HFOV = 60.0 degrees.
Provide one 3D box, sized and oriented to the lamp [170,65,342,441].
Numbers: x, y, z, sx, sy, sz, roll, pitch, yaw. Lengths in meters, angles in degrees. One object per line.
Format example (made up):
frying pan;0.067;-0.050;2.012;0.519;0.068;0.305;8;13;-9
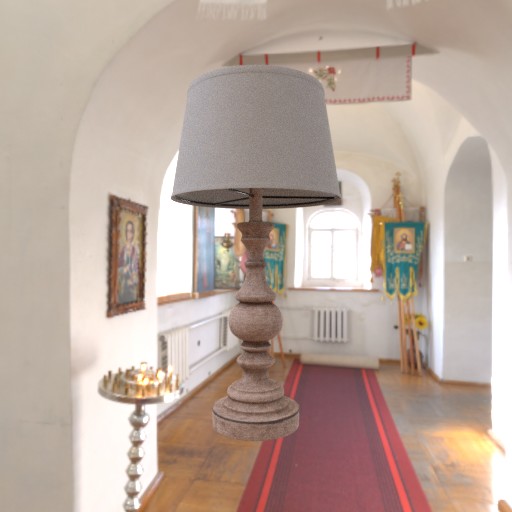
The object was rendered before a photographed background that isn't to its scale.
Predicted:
lamp;0.000;0.000;0.896;0.340;0.678;0.340;0;0;0
